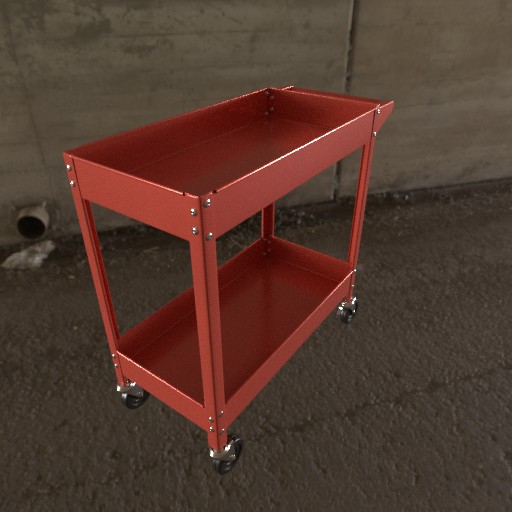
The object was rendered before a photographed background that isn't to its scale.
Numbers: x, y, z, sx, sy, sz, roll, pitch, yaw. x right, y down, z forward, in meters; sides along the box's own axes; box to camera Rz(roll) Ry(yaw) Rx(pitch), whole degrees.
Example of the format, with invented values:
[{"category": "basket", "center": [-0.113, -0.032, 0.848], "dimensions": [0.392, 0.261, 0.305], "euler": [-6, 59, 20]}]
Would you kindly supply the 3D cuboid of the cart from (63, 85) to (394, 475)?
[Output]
[{"category": "cart", "center": [0.000, 0.000, 1.176], "dimensions": [0.366, 0.719, 0.779], "euler": [21, 38, 30]}]
